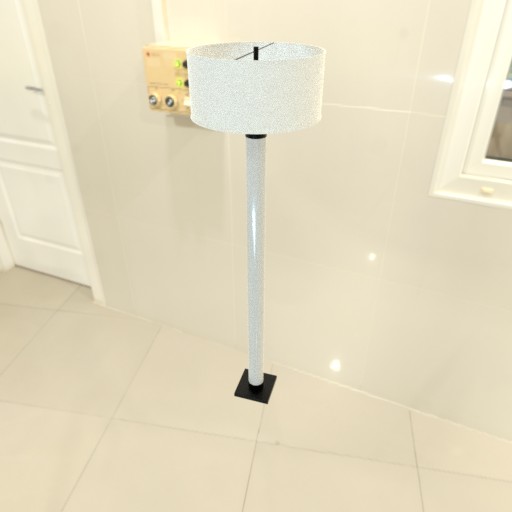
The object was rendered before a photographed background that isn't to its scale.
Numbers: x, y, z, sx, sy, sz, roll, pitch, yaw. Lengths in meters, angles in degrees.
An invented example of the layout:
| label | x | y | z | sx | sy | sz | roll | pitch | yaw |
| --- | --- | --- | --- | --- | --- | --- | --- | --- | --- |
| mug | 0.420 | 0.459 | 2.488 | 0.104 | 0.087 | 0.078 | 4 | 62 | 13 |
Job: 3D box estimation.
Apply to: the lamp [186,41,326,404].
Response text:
| label | x | y | z | sx | sy | sz | roll | pitch | yaw |
| --- | --- | --- | --- | --- | --- | --- | --- | --- | --- |
| lamp | 0.000 | 0.000 | 1.715 | 0.420 | 1.475 | 0.420 | 9 | 33 | 14 |
